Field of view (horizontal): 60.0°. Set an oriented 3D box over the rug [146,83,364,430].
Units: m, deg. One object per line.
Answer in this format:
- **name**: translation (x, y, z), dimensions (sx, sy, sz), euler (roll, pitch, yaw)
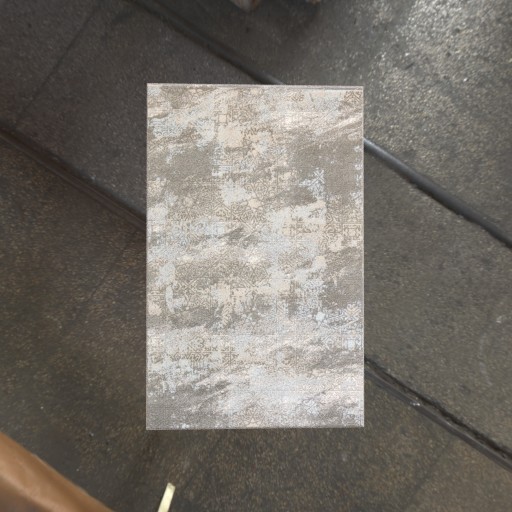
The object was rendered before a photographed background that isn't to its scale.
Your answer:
- **rug**: translation (0.000, 0.000, 3.137), dimensions (1.536, 0.012, 2.431), euler (0, 89, -2)
